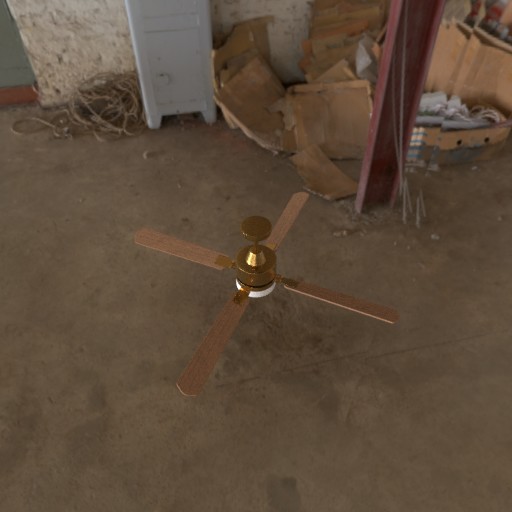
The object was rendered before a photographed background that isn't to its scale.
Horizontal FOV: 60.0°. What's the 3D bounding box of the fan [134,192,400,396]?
[{"bbox_3d":[0.000,0.000,1.974,1.320,0.355,1.320,17,48,16],"label":"fan"}]
